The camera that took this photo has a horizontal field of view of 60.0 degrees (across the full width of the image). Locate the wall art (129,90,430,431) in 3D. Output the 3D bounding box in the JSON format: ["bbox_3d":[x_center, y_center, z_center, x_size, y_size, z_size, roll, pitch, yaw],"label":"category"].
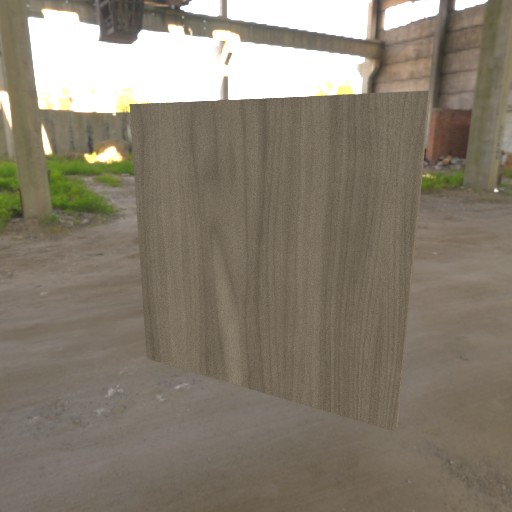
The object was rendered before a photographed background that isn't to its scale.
[{"bbox_3d":[0.000,0.000,0.755,0.508,0.507,0.016,8,17,27],"label":"wall art"}]
